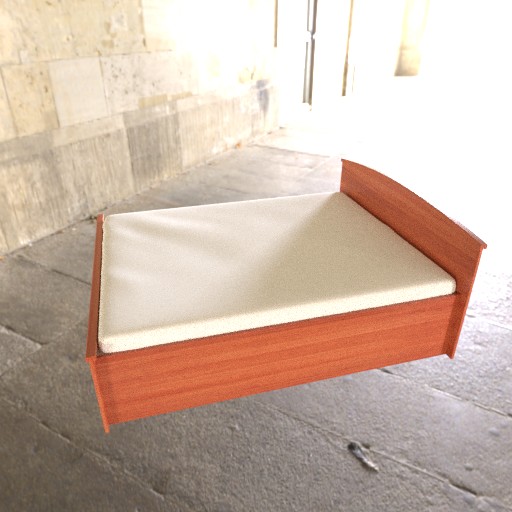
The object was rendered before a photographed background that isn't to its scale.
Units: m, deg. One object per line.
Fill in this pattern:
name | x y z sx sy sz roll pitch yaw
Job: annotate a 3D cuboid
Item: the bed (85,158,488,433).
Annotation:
bed | 0.000 0.000 2.960 2.053 0.848 1.683 -8 29 -14
